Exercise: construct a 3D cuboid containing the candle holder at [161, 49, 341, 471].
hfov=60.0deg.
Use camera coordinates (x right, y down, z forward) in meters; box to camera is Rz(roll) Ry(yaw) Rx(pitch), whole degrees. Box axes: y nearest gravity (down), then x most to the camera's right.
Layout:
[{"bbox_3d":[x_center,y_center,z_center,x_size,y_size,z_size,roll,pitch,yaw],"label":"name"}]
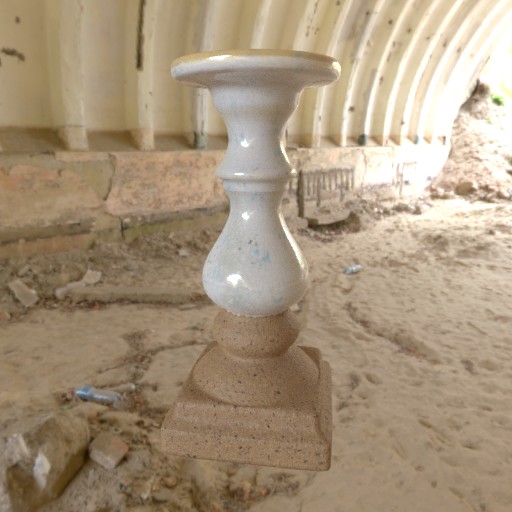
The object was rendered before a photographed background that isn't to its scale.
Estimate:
[{"bbox_3d":[0.000,0.000,0.298,0.110,0.239,0.110,2,15,9],"label":"candle holder"}]
